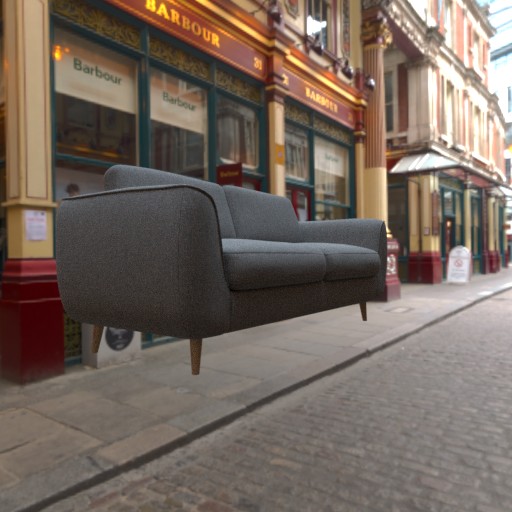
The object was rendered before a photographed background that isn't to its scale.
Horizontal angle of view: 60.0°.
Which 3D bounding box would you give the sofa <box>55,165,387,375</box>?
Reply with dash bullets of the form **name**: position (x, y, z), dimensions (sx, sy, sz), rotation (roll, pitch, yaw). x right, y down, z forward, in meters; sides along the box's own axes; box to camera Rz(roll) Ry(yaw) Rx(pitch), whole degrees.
- **sofa**: position (0.000, 0.000, 2.489), dimensions (0.920, 0.870, 2.000), rotation (0, 0, 36)
